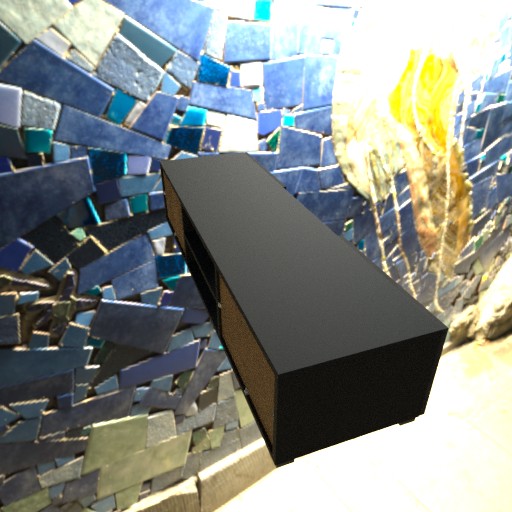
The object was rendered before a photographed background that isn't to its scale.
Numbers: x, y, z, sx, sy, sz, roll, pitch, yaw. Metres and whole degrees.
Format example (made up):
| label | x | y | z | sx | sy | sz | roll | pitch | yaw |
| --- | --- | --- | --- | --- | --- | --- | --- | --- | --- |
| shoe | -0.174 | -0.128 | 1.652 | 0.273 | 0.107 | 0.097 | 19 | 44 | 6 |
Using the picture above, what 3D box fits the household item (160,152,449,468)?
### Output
| label | x | y | z | sx | sy | sz | roll | pitch | yaw |
| --- | --- | --- | --- | --- | --- | --- | --- | --- | --- |
| household item | 0.000 | 0.000 | 1.586 | 0.420 | 0.310 | 1.400 | -11 | 32 | -17 |
